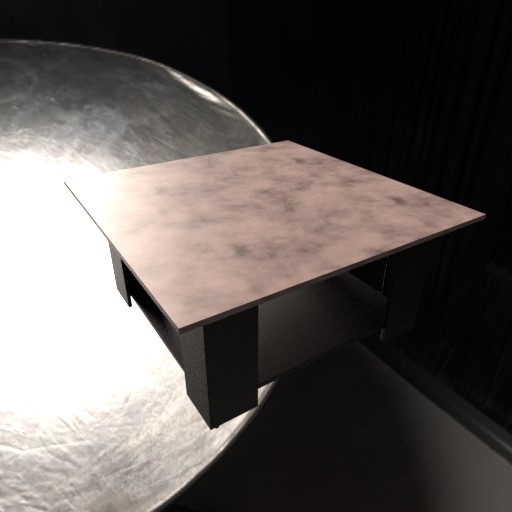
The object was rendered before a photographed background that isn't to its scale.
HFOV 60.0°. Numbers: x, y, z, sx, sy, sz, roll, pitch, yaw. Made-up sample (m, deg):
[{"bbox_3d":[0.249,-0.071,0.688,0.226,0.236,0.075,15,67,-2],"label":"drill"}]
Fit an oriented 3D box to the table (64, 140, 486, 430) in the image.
[{"bbox_3d":[0.000,0.000,1.053,0.670,0.305,0.670,-18,34,-28],"label":"table"}]
